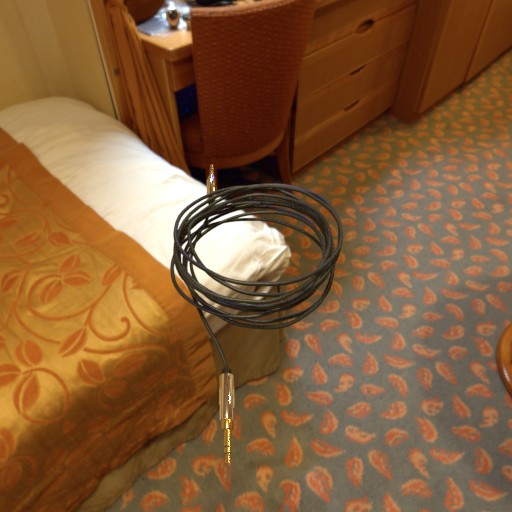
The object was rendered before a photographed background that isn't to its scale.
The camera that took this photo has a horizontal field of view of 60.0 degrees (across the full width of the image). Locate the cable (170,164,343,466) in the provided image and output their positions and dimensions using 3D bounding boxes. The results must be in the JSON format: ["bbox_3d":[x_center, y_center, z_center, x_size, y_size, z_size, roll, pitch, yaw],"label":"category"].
[{"bbox_3d":[0.000,0.000,0.504,0.198,0.069,0.432,-3,47,-2],"label":"cable"}]
